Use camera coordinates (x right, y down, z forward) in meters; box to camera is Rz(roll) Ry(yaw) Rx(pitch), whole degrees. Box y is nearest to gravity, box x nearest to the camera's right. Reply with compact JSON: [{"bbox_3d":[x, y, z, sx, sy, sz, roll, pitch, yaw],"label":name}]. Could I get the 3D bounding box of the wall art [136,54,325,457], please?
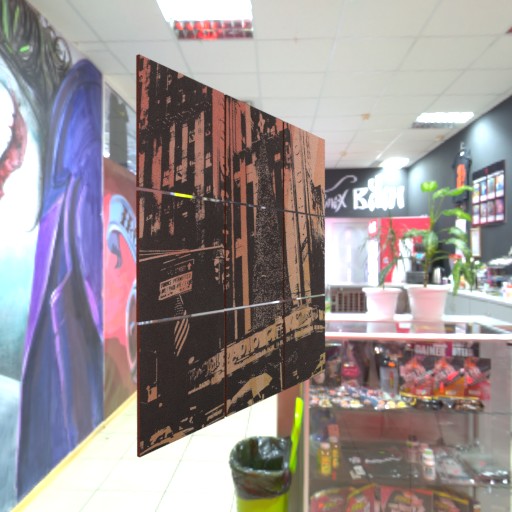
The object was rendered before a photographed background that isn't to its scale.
[{"bbox_3d":[0.000,0.000,2.294,0.017,1.521,1.527,0,0,36],"label":"wall art"}]
